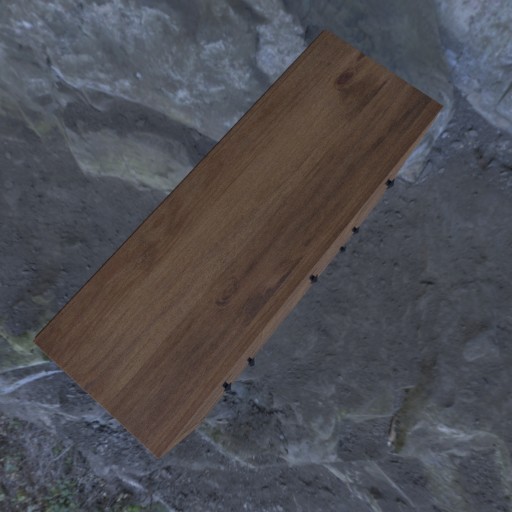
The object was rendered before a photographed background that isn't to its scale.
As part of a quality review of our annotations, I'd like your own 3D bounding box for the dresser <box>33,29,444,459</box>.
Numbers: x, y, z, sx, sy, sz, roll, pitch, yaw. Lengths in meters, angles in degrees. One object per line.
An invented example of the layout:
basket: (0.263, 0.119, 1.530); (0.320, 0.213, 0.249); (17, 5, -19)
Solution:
dresser: (0.000, 0.000, 1.629); (0.479, 0.825, 1.261); (38, 78, 10)
